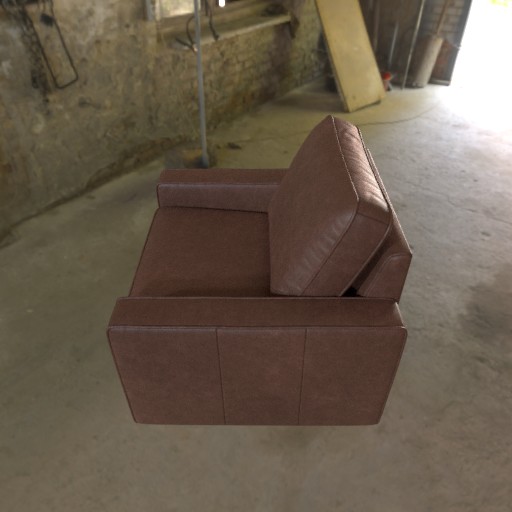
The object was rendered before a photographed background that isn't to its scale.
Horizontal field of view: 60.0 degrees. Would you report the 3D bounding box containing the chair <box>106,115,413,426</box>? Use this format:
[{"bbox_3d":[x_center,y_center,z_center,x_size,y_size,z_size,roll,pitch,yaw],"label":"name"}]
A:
[{"bbox_3d":[0.000,0.000,1.778,0.940,0.919,1.017,0,40,0],"label":"chair"}]
